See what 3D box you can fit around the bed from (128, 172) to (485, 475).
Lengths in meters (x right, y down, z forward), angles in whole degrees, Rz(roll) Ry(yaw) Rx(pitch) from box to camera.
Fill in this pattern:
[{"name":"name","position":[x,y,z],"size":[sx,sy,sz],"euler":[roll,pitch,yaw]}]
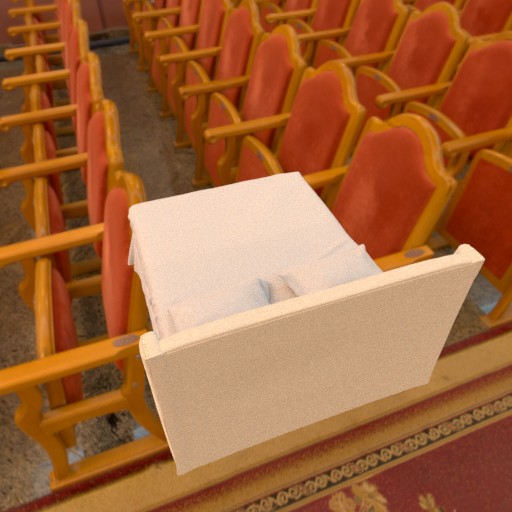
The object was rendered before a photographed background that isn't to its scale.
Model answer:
[{"name":"bed","position":[0.000,0.000,3.426],"size":[1.925,1.332,2.276],"euler":[-14,44,-15]}]
